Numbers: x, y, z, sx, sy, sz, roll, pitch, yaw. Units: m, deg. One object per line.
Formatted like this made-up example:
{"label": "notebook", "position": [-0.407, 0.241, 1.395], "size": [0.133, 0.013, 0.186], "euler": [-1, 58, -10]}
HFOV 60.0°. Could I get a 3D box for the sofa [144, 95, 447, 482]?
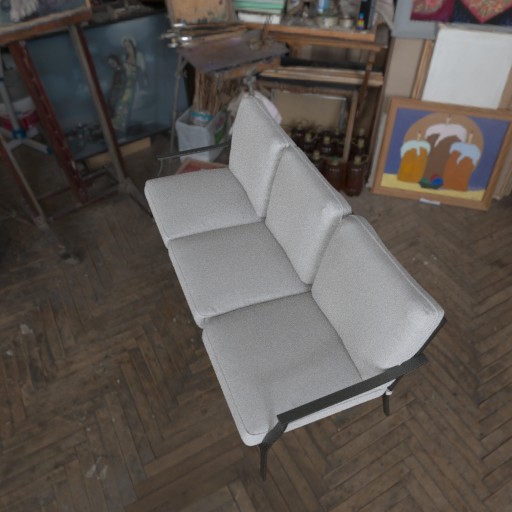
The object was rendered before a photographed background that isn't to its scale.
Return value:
{"label": "sofa", "position": [0.000, 0.000, 2.225], "size": [0.787, 0.860, 1.740], "euler": [-17, 49, -15]}
